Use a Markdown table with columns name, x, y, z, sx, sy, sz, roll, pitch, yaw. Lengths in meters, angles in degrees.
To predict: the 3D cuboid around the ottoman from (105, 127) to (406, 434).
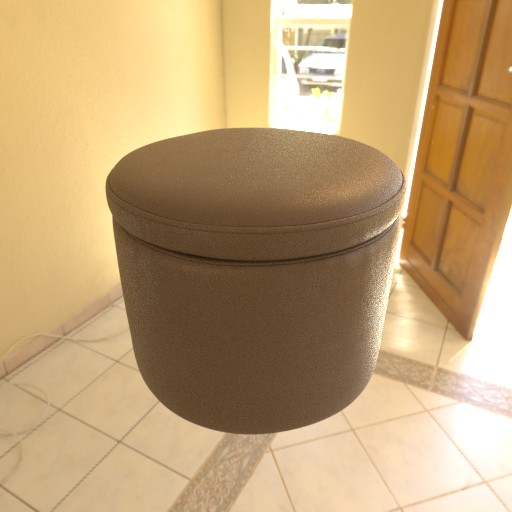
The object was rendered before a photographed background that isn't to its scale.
| name | x | y | z | sx | sy | sz | roll | pitch | yaw |
| --- | --- | --- | --- | --- | --- | --- | --- | --- | --- |
| ottoman | 0.000 | 0.000 | 0.841 | 0.500 | 0.409 | 0.500 | 0 | 28 | 0 |
